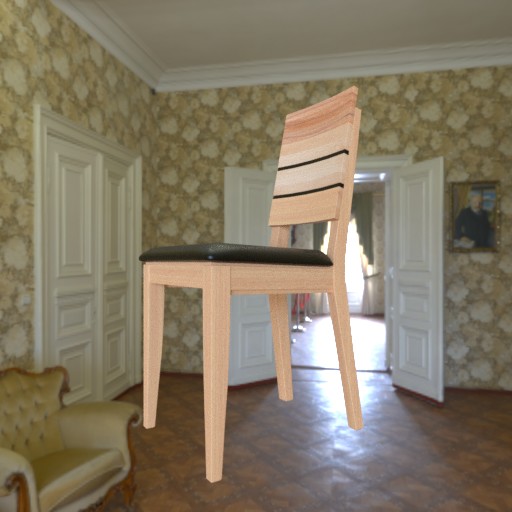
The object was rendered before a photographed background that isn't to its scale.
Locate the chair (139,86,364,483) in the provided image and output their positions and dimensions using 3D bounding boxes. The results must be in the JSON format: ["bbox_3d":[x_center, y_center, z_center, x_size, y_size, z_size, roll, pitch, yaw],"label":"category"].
[{"bbox_3d":[0.000,0.000,1.210,0.520,0.940,0.410,1,-1,-35],"label":"chair"}]
